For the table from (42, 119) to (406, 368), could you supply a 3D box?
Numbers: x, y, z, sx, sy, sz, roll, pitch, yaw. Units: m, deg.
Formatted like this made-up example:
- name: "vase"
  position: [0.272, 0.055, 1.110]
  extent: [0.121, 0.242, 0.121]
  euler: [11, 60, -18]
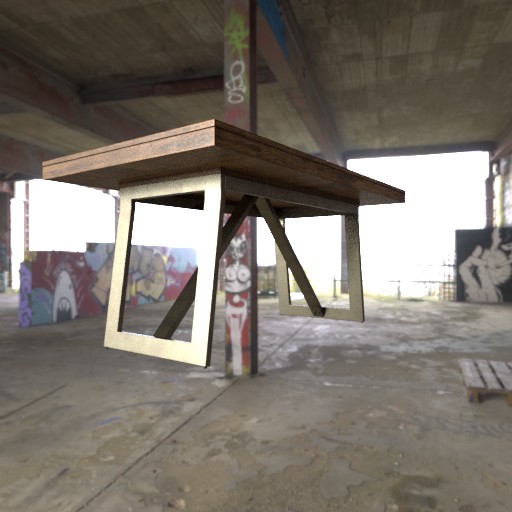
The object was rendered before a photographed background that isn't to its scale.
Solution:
- name: "table"
  position: [0.000, 0.000, 2.170]
  extent: [0.931, 0.757, 1.641]
  euler: [0, 0, 37]
